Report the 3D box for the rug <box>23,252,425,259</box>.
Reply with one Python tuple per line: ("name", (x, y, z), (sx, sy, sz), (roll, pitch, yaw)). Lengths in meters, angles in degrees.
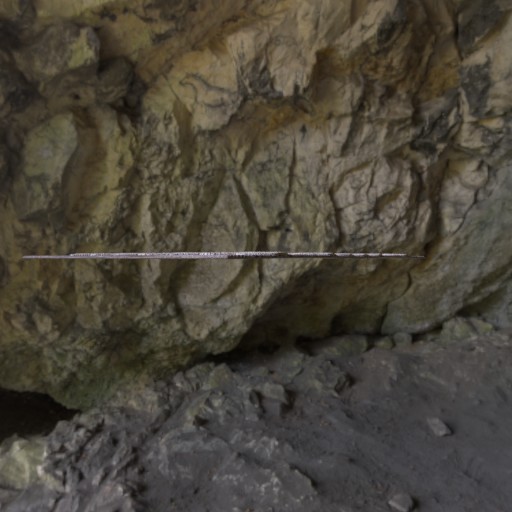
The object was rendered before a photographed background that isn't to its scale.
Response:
("rug", (0.000, 0.000, 2.943), (1.513, 0.033, 2.333), (0, 0, 37))
